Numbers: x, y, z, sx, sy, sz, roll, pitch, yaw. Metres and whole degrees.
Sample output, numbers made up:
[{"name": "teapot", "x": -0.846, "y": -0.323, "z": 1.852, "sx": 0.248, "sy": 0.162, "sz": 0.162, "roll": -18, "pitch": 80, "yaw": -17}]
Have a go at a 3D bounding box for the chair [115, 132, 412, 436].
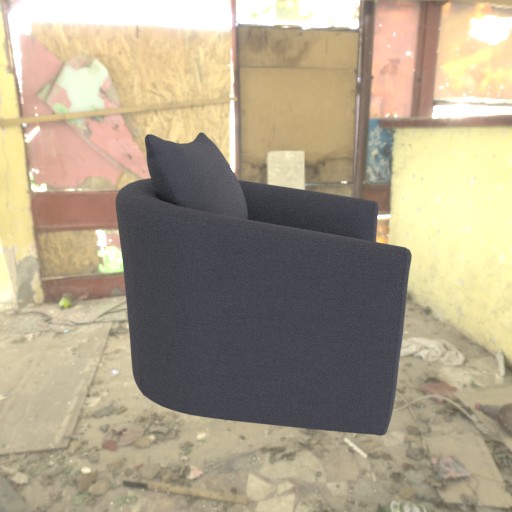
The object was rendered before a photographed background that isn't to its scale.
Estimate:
[{"name": "chair", "x": 0.000, "y": 0.000, "z": 1.580, "sx": 0.910, "sy": 0.848, "sz": 0.845, "roll": 2, "pitch": 16, "yaw": 9}]
